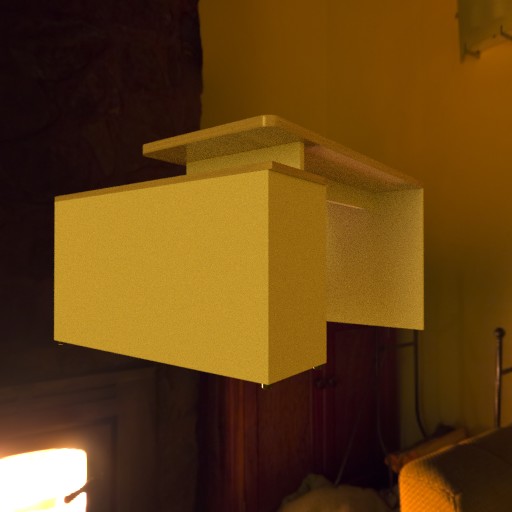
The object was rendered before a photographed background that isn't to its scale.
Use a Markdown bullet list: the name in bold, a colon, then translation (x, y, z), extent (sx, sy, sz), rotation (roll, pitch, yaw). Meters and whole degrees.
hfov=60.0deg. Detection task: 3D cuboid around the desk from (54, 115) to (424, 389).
- **desk**: translation (0.000, 0.000, 2.127), extent (1.175, 0.770, 1.400), rotation (0, -1, 37)
